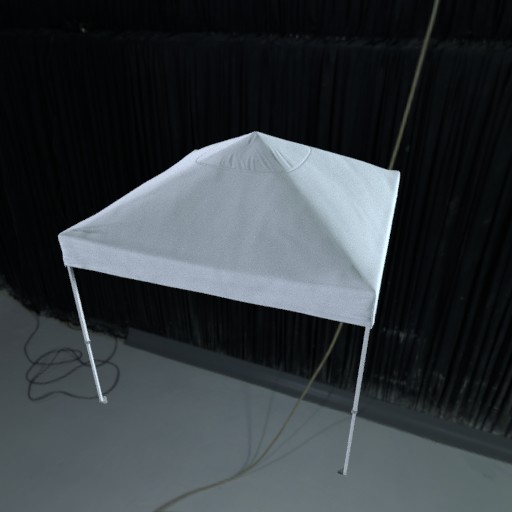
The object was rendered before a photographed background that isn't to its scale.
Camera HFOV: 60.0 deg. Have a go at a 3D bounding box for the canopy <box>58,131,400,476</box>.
[{"bbox_3d":[0.000,0.000,5.381,2.998,2.997,2.996,10,31,16],"label":"canopy"}]
